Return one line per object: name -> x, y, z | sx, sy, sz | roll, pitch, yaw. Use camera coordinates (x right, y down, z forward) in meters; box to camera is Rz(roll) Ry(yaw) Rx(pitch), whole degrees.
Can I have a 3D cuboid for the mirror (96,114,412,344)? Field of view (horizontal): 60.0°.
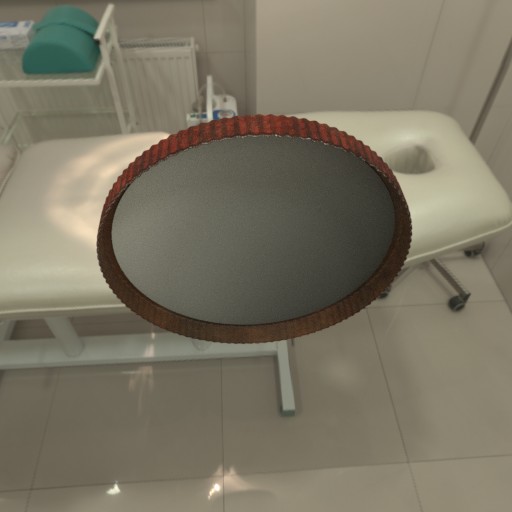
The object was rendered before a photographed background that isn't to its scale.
mirror -> 0.000, 0.000, 0.897 | 0.609, 0.609, 0.056 | -3, 49, -3
